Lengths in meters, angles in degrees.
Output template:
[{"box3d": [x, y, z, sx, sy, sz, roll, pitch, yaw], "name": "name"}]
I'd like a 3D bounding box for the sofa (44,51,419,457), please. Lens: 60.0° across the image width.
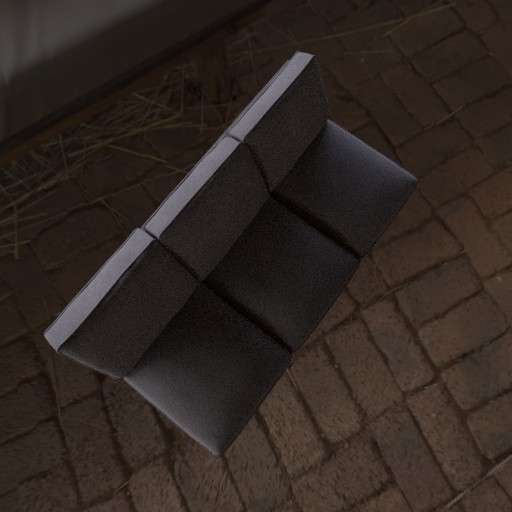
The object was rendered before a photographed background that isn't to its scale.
[{"box3d": [0.000, 0.000, 2.520, 1.027, 0.973, 1.962, 36, 78, 9], "name": "sofa"}]
